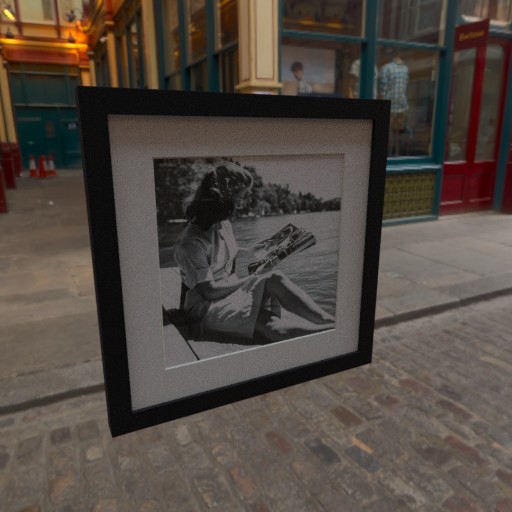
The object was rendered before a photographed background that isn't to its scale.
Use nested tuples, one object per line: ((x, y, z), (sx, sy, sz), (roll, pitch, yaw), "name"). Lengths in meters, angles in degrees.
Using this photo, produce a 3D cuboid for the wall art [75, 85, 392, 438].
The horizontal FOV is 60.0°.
((0.000, 0.000, 0.668), (0.462, 0.458, 0.030), (-8, 17, -26), "wall art")
